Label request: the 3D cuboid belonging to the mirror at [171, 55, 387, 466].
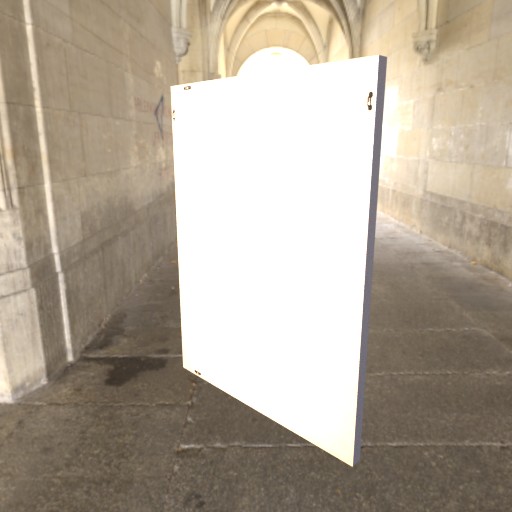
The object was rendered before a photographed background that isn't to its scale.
[{"bbox_3d":[0.000,0.000,1.328,0.040,1.016,0.762,-14,20,-43],"label":"mirror"}]
